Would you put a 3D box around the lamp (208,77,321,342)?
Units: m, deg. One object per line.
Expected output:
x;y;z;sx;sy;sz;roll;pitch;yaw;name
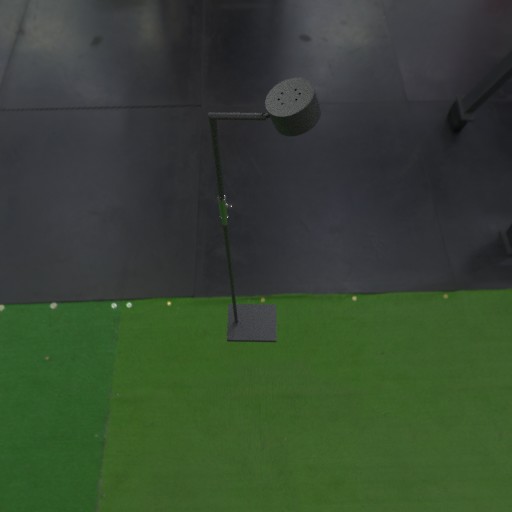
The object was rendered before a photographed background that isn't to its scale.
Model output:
0.000;0.000;1.692;0.304;1.600;0.203;1;62;0;lamp
